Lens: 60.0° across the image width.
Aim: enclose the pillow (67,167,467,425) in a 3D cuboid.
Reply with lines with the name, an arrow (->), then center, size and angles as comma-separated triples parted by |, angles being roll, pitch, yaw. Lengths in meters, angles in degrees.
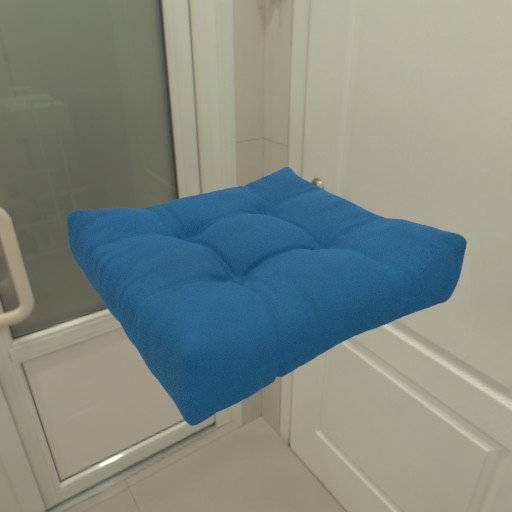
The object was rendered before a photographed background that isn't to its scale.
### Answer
pillow -> 0.000, 0.000, 0.730 | 0.490, 0.128, 0.468 | -18, 33, -30
